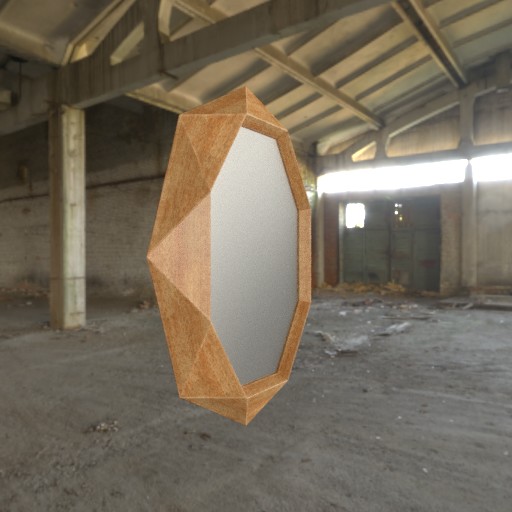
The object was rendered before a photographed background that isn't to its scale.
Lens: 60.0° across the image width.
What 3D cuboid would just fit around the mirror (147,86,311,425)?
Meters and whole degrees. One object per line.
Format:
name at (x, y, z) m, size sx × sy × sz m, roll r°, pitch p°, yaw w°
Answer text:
mirror at (0.000, 0.000, 0.995) m, size 0.070 × 0.774 × 0.577 m, roll 0°, pitch 0°, yaw 36°
